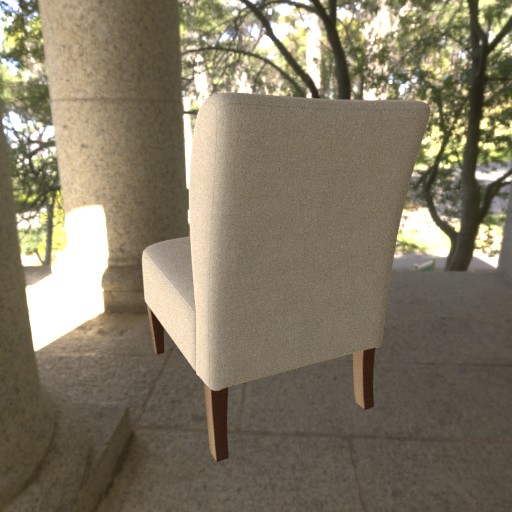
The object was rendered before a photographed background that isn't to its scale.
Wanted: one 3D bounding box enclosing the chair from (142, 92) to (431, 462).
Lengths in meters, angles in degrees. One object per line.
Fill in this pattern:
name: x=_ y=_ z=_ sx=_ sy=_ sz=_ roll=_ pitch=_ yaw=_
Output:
chair: x=0.000 y=0.000 z=1.294 sx=0.521 sy=0.833 sz=0.754 roll=-8 pitch=17 yaw=-26
